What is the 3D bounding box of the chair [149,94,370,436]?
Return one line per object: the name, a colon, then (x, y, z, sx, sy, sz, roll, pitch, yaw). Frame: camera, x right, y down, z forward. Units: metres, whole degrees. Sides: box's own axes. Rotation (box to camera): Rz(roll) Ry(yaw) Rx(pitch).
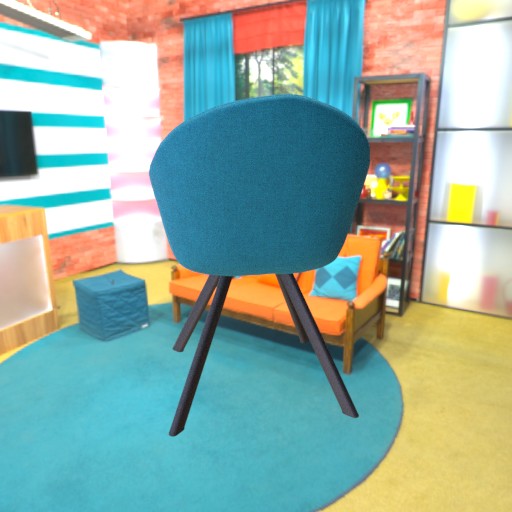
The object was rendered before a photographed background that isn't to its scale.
chair: (0.000, 0.000, 1.196, 0.545, 0.775, 0.565, -2, 15, -9)
